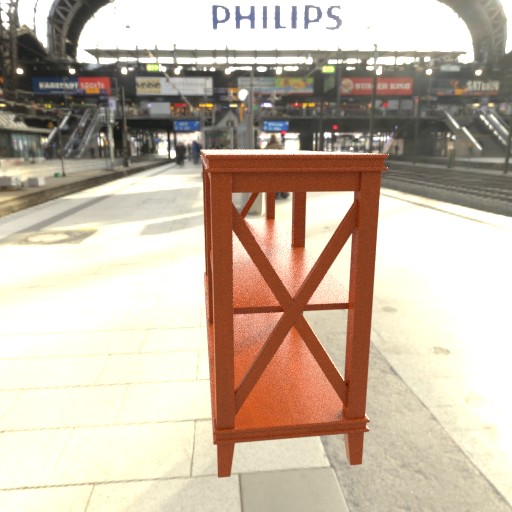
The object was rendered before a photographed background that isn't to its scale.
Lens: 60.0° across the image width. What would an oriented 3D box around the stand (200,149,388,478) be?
[{"bbox_3d":[0.000,0.000,1.654,0.381,0.762,1.372,-2,14,-7],"label":"stand"}]
